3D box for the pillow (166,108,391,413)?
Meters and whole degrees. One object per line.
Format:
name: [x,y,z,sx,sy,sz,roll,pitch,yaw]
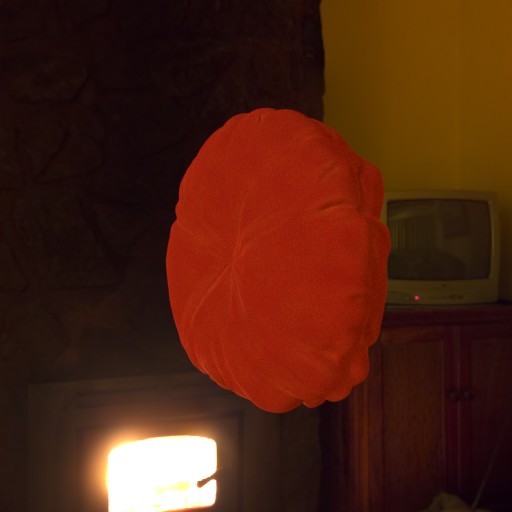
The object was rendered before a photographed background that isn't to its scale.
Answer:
pillow: [0.000,0.000,0.640,0.148,0.407,0.428,1,-1,-37]
